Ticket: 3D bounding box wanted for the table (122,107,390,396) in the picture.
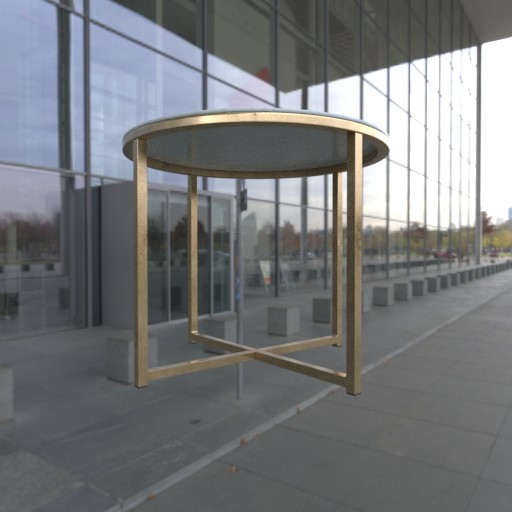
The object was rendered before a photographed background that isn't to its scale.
[{"bbox_3d":[0.000,0.000,0.868,0.500,0.420,0.500,0,1,0],"label":"table"}]
